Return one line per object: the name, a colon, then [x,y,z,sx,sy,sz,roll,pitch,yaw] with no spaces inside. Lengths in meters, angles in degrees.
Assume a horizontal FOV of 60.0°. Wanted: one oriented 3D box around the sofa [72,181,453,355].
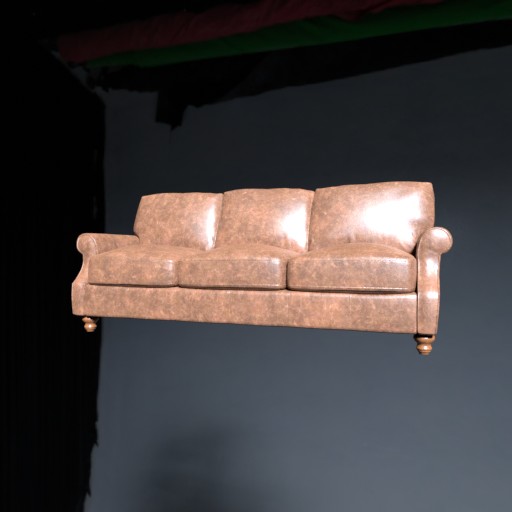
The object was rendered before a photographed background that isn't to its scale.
sofa: [0.000,0.000,2.934,2.351,0.977,0.973,0,0,19]
